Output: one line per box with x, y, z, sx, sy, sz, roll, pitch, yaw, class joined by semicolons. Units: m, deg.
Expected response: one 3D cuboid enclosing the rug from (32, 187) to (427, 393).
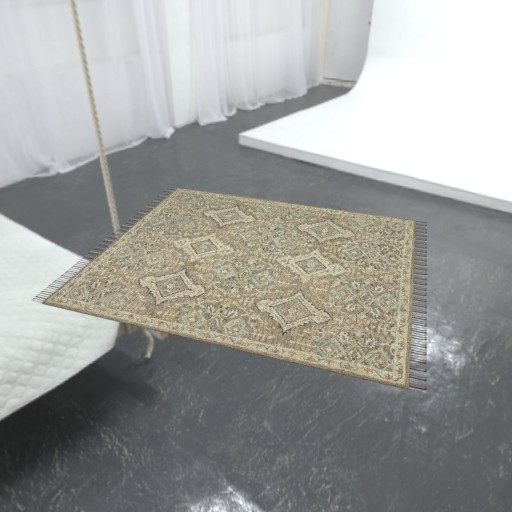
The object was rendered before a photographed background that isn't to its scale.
0.000;0.000;4.173;3.056;0.010;2.437;10;33;15;rug
